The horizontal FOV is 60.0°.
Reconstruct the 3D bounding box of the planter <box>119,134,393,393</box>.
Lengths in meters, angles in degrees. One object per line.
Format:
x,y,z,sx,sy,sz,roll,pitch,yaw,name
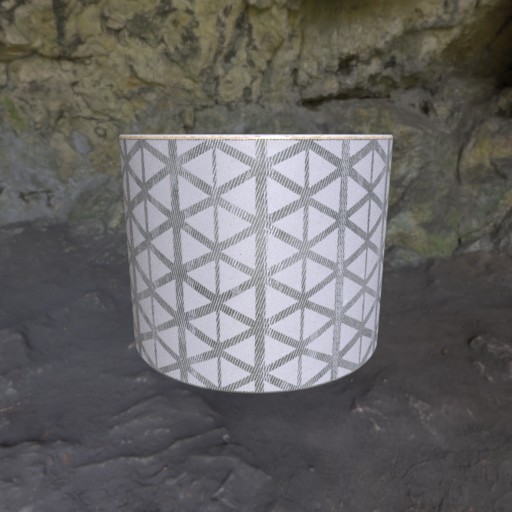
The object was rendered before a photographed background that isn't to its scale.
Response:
0.000,0.000,0.344,0.190,0.181,0.190,0,15,0,planter
